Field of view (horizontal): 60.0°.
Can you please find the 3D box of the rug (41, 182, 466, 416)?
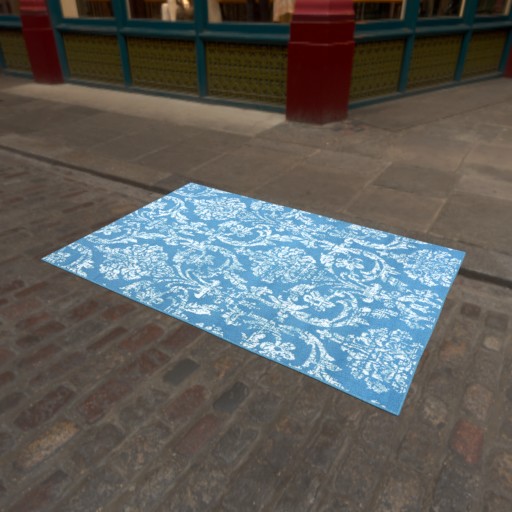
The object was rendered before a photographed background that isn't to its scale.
[{"bbox_3d":[0.000,0.000,2.287,1.833,0.012,1.211,18,36,27],"label":"rug"}]
